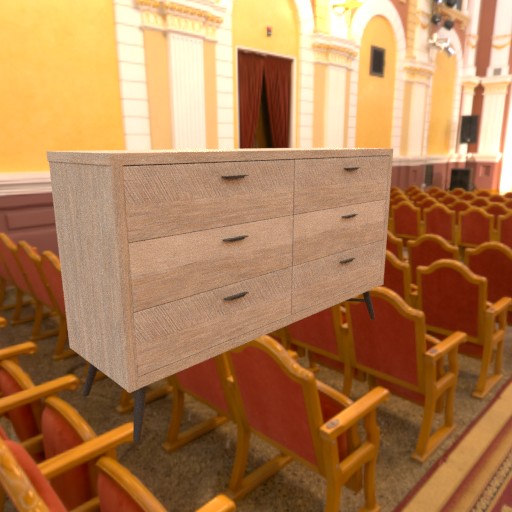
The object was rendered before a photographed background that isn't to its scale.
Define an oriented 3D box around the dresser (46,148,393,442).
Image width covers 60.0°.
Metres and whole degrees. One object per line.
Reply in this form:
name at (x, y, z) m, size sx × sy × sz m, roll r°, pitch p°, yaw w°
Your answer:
dresser at (0.000, 0.000, 1.958) m, size 1.524 × 0.914 × 0.457 m, roll -14°, pitch 20°, yaw -43°
